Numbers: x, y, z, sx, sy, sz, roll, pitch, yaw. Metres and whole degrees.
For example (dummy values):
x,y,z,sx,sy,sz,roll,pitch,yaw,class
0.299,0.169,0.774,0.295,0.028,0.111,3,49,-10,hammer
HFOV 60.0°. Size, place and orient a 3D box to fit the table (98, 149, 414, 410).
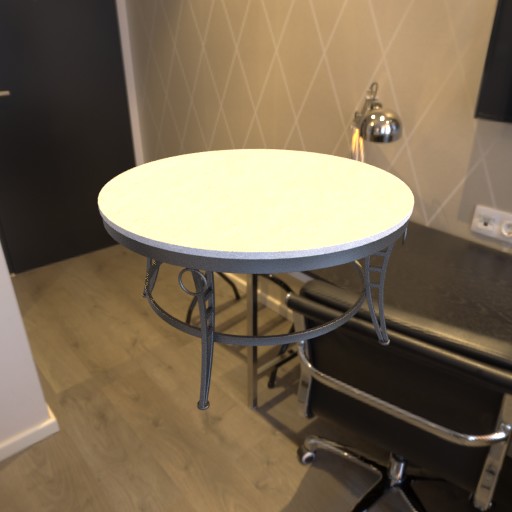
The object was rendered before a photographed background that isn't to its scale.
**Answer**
x,y,z,sx,sy,sz,roll,pitch,yaw,class
0.000,0.000,1.413,0.889,0.470,0.889,0,27,0,table
